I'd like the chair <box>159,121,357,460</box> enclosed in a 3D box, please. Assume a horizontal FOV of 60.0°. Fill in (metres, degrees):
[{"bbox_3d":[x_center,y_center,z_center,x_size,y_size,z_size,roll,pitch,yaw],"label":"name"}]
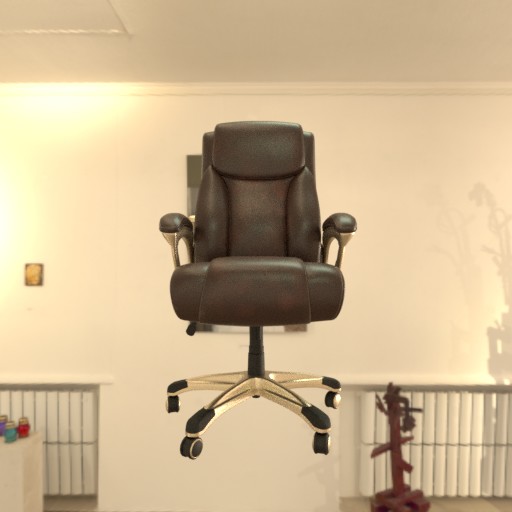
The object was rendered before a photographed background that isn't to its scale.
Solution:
[{"bbox_3d":[0.000,0.000,1.650,0.692,1.194,0.749,0,0,0],"label":"chair"}]
